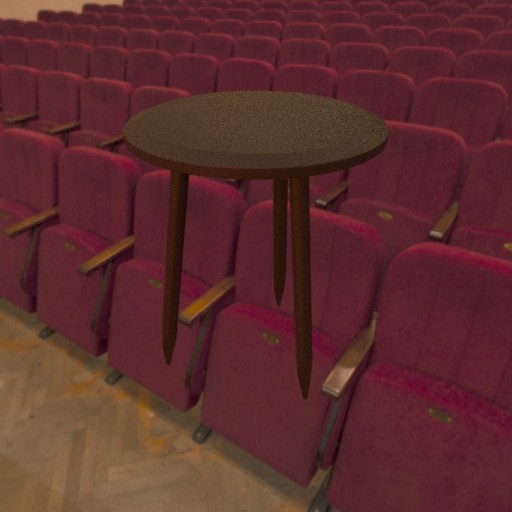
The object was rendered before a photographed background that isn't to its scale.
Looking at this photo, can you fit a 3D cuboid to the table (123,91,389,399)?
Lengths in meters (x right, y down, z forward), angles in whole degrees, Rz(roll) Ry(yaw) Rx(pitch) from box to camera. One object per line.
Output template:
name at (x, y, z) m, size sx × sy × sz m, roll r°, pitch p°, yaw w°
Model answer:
table at (0.000, 0.000, 0.937) m, size 0.457 × 0.585 × 0.457 m, roll 0°, pitch 32°, yaw 0°
